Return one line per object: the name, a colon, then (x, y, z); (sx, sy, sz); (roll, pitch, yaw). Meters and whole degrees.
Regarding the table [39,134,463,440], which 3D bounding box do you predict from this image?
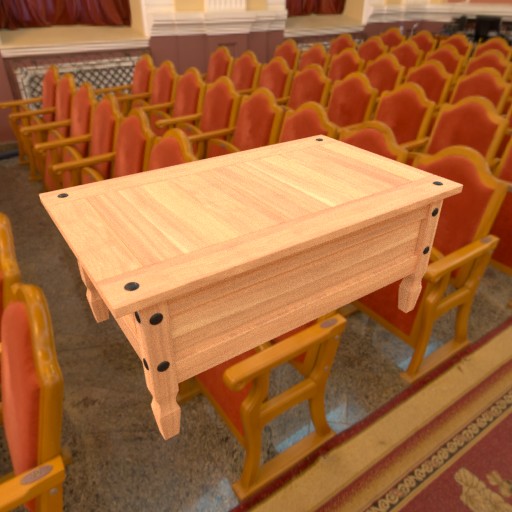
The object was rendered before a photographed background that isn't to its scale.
table: (0.000, 0.000, 1.326); (1.000, 0.437, 0.600); (-19, 36, -29)
